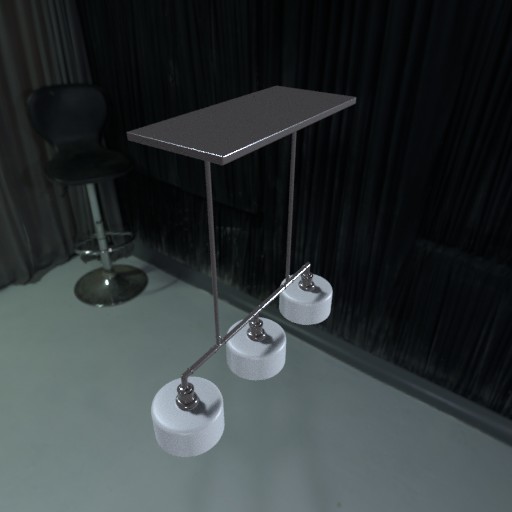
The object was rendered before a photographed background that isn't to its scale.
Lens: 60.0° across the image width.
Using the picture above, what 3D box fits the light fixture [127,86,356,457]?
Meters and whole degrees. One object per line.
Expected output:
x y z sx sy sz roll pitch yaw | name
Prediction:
0.000 0.000 0.875 0.177 0.557 0.582 21 38 29 | light fixture
